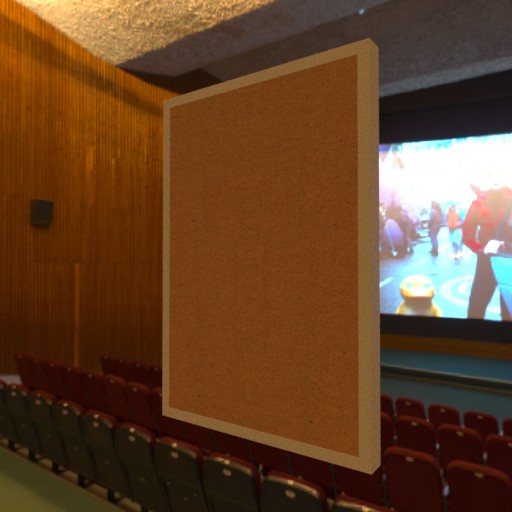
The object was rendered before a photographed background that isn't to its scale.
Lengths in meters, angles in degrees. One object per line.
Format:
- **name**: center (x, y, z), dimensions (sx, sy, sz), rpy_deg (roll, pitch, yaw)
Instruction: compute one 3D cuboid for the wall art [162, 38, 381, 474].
- **wall art**: center (0.000, 0.000, 0.529), dimensions (0.293, 0.428, 0.025), rpy_deg (-1, -1, 35)
